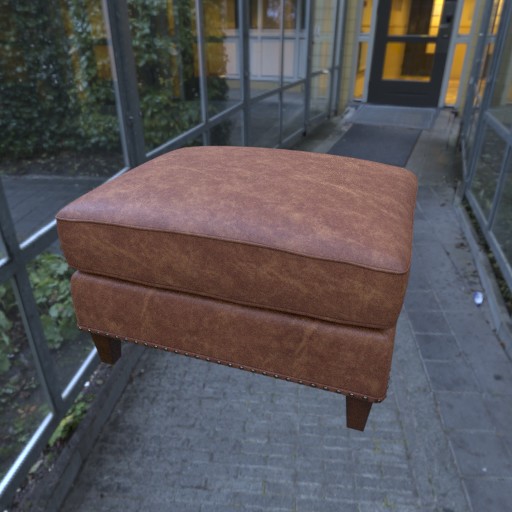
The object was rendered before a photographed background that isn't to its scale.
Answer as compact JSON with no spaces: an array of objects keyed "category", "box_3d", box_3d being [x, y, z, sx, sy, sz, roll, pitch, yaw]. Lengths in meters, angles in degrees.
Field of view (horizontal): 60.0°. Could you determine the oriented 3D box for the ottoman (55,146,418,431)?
[{"category":"ottoman","box_3d":[0.000,0.000,1.154,0.742,0.486,0.586,9,29,17]}]
